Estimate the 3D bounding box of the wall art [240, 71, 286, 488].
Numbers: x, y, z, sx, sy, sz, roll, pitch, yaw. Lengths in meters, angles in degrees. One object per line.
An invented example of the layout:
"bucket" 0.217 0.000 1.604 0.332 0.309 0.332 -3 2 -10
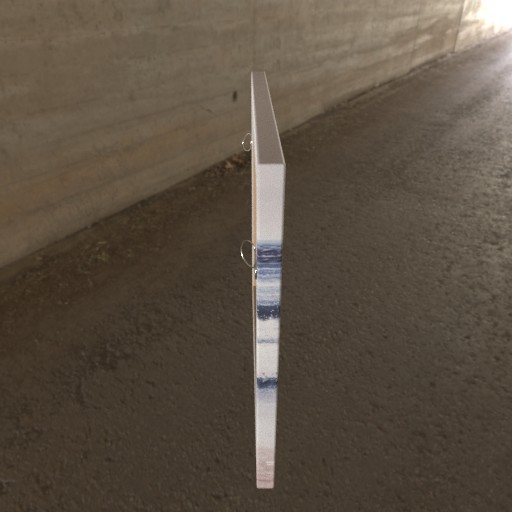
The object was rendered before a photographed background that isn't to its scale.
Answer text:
"wall art" 0.000 0.000 1.108 0.065 0.747 0.755 -1 31 -1
